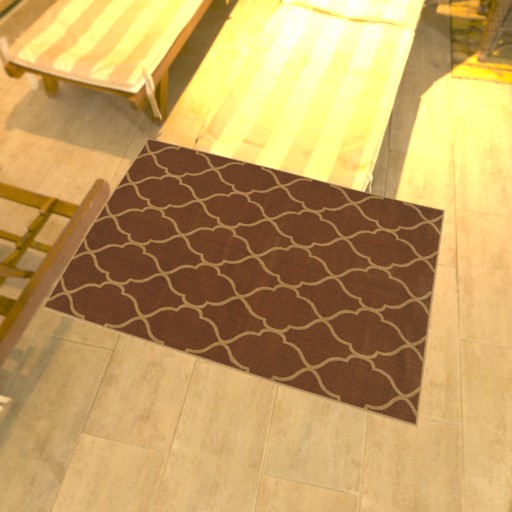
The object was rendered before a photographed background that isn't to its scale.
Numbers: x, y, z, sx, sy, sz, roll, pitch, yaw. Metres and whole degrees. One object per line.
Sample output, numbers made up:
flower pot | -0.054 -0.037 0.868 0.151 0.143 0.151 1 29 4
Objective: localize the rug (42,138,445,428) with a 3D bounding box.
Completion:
rug | 0.000 0.000 2.906 2.290 0.014 1.526 15 60 9
